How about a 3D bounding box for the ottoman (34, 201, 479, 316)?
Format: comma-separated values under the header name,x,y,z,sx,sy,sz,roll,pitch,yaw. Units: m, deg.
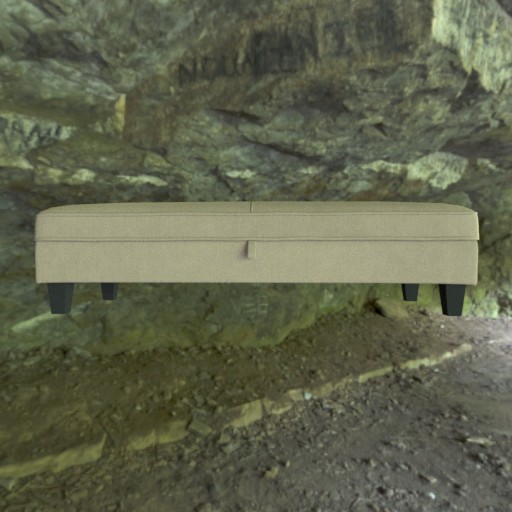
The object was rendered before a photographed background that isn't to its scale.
name,x,y,z,sx,sy,sz,roll,pitch,yaw
ottoman,0.000,0.000,2.013,1.726,0.460,0.735,0,0,2
